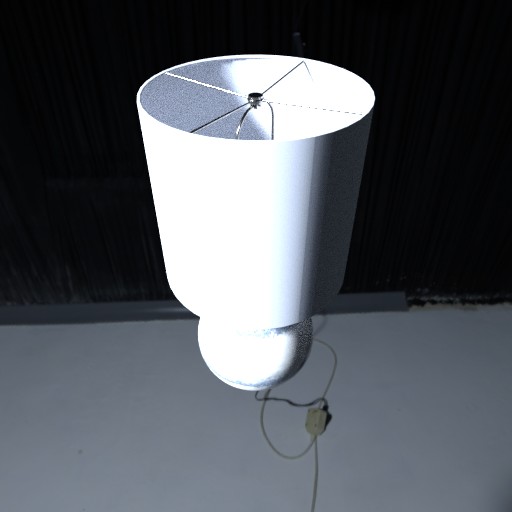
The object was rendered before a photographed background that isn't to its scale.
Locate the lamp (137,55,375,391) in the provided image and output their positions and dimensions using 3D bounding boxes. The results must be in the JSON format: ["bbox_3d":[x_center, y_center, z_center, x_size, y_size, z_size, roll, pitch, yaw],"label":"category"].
[{"bbox_3d":[0.000,0.000,0.541,0.216,0.404,0.216,0,40,0],"label":"lamp"}]
